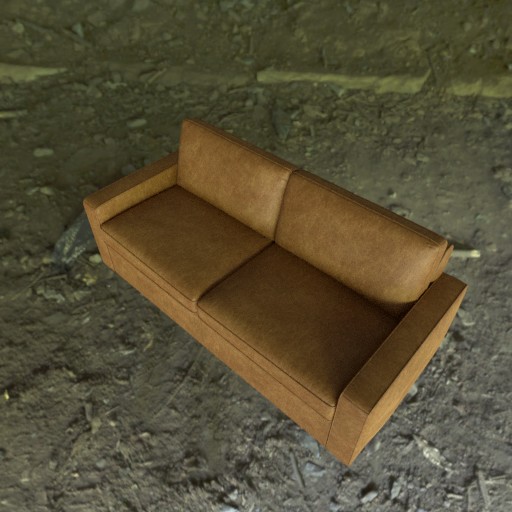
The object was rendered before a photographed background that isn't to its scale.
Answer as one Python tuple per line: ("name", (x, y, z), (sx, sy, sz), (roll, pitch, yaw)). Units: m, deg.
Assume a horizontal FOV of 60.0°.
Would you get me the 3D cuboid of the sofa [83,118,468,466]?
("sofa", (0.000, 0.000, 2.629), (2.156, 0.928, 0.991), (33, 53, 28))
